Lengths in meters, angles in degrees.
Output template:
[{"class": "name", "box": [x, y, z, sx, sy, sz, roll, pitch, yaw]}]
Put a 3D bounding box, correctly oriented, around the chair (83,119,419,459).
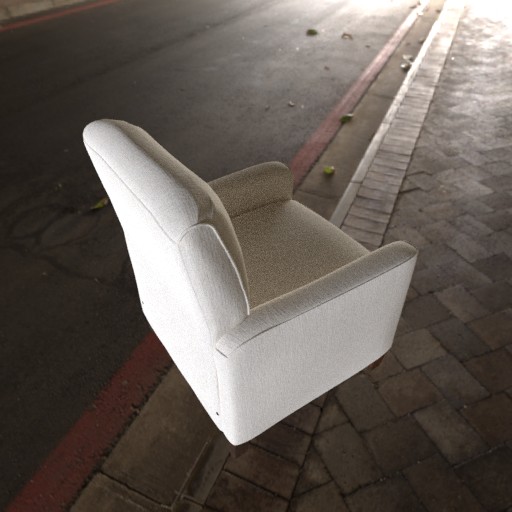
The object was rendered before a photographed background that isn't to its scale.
[{"class": "chair", "box": [0.000, 0.000, 1.620, 0.858, 1.028, 0.841, -23, 44, -26]}]
